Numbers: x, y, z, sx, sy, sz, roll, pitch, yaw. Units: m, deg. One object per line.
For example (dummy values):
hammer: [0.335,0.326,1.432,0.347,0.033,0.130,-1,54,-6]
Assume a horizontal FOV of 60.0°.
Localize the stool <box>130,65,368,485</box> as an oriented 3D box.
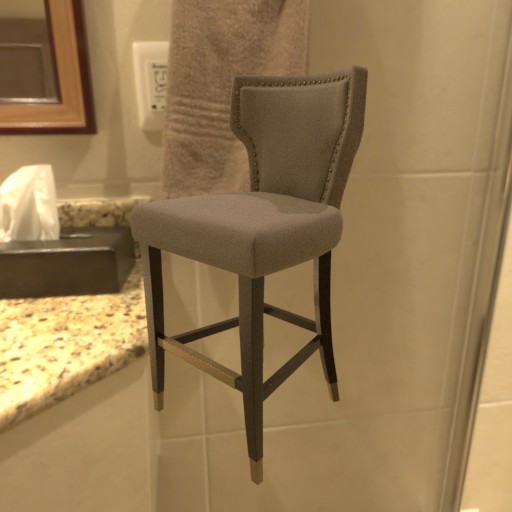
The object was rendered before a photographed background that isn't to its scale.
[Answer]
stool: [0.000,0.000,1.377,0.526,1.092,0.563,15,23,41]
